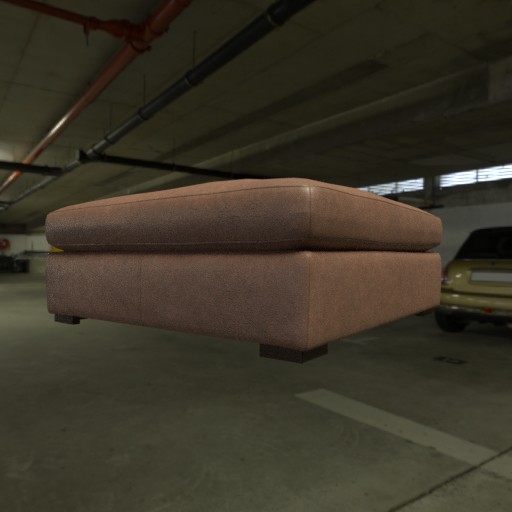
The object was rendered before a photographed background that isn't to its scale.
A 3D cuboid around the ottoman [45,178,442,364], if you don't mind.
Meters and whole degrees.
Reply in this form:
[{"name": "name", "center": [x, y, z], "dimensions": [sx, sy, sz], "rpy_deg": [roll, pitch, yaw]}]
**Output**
[{"name": "ottoman", "center": [0.000, 0.000, 1.765], "dimensions": [1.168, 0.490, 1.168], "rpy_deg": [0, 0, 37]}]
